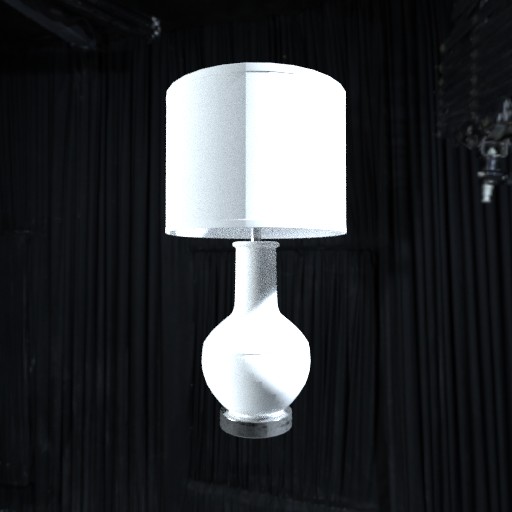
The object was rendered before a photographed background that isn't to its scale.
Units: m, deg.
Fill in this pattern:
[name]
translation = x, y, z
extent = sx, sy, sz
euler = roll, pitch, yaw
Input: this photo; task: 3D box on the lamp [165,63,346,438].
[lamp]
translation = 0.000, 0.000, 0.890
extent = 0.357, 0.673, 0.357
euler = 0, -1, 18
